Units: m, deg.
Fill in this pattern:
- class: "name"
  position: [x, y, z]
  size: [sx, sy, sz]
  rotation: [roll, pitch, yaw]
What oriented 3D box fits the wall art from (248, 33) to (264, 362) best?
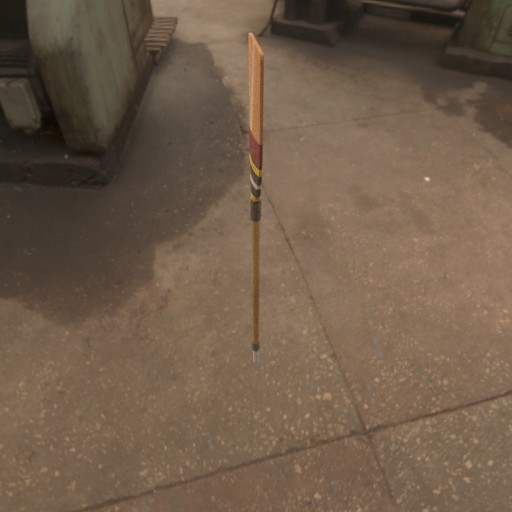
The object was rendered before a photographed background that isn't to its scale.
- class: "wall art"
  position: [0.000, 0.000, 1.672]
  size: [0.038, 1.556, 0.146]
  rotation: [-9, 48, -8]
